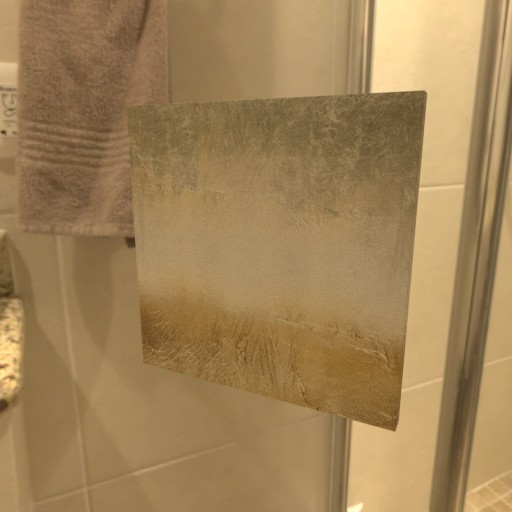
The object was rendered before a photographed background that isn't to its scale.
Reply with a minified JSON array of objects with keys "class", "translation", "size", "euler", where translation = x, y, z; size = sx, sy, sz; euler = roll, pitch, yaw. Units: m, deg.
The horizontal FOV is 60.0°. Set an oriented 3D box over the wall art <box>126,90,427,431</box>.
[{"class":"wall art","translation":[0.000,0.000,0.916],"size":[0.610,0.610,0.038],"euler":[7,15,26]}]
